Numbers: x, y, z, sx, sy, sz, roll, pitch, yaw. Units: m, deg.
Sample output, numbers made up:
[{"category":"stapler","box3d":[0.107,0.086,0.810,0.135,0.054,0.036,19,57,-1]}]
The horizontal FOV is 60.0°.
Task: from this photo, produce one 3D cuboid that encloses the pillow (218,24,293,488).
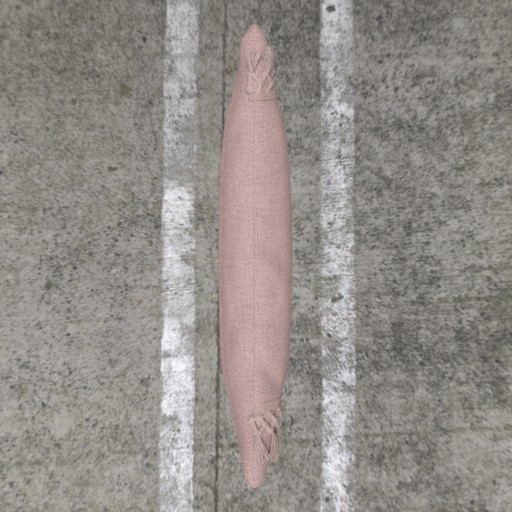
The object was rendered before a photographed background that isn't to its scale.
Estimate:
[{"category":"pillow","box3d":[0.000,0.000,0.586,0.084,0.305,0.466,0,90,0]}]
